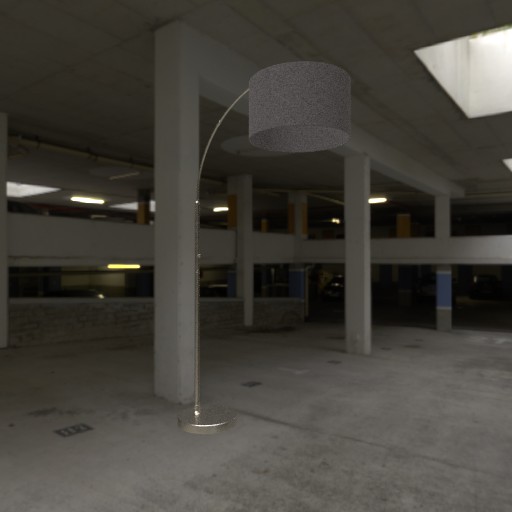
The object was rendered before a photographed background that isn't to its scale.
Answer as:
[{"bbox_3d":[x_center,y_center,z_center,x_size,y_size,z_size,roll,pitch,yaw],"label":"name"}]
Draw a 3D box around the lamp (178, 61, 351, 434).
[{"bbox_3d":[0.000,0.000,2.131,0.934,1.735,0.452,0,0,36],"label":"lamp"}]
